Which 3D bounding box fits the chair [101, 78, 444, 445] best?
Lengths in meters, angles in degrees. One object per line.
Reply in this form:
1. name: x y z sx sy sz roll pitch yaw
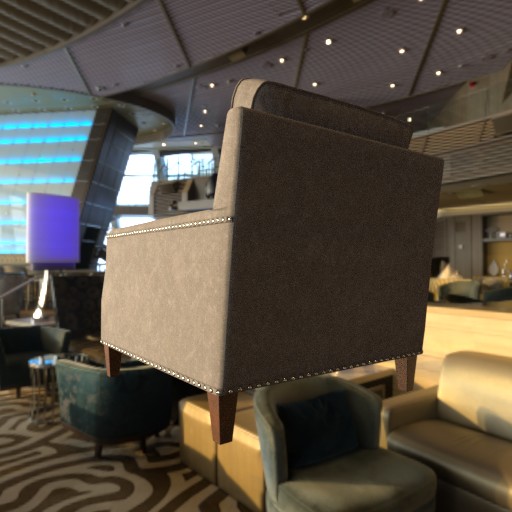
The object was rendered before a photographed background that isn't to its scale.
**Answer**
1. chair: 0.000 0.000 1.646 0.853 0.948 1.014 1 -1 -37
